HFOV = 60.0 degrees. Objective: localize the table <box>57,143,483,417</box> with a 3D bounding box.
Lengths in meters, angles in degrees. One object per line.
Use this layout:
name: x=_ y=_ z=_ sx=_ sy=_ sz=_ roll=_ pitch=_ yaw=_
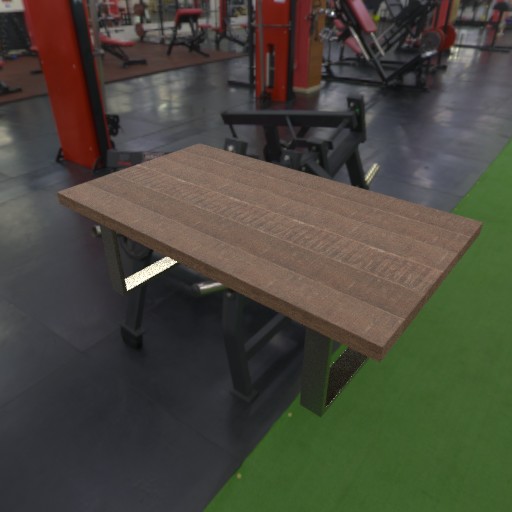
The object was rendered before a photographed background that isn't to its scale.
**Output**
table: x=0.000 y=0.000 z=1.776 sx=1.400 sy=0.440 sz=0.800 roll=23 pitch=39 yaw=32
